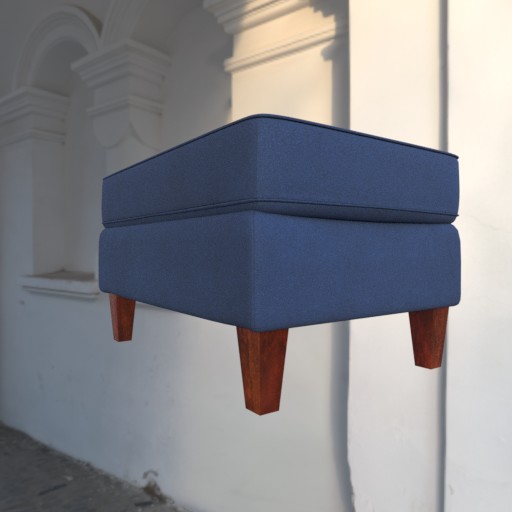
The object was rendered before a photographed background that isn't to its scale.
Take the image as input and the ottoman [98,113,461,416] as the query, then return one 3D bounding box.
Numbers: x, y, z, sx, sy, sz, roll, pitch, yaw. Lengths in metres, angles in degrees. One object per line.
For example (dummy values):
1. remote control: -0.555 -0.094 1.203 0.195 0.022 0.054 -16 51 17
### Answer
1. ottoman: 0.000 0.000 1.350 0.686 0.584 0.965 -1 1 -36
